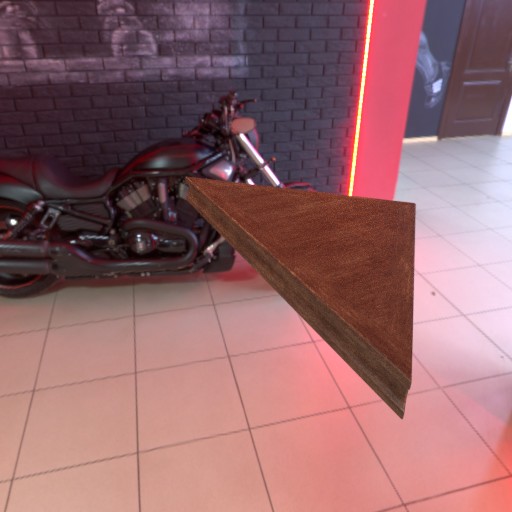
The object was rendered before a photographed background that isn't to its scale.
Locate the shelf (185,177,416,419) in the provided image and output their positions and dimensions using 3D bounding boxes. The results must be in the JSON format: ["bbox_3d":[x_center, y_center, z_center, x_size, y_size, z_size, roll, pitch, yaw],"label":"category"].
[{"bbox_3d":[0.000,0.000,0.441,0.296,0.035,0.296,9,31,16],"label":"shelf"}]
